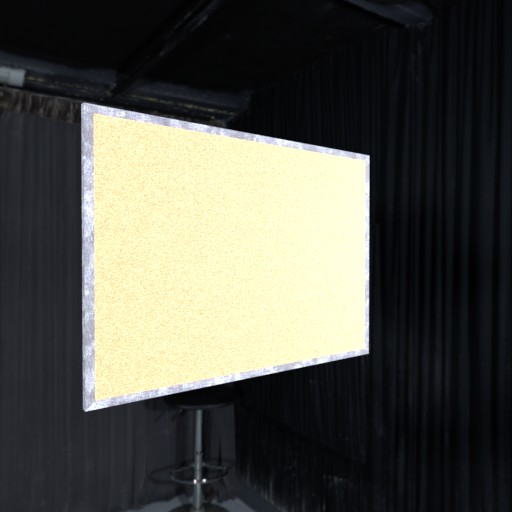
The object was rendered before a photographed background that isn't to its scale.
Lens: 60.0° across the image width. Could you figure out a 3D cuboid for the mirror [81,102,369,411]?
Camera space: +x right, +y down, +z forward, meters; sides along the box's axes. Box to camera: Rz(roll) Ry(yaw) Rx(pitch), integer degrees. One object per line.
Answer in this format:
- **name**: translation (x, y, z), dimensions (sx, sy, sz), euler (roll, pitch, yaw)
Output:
- **mirror**: translation (0.000, 0.000, 1.469), dimensions (1.101, 0.795, 0.022), euler (-1, 1, -36)
